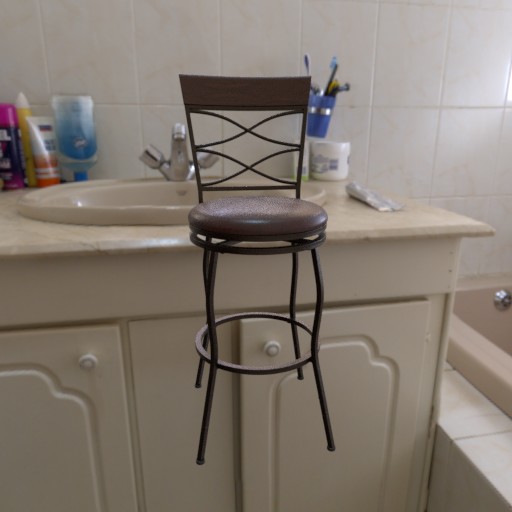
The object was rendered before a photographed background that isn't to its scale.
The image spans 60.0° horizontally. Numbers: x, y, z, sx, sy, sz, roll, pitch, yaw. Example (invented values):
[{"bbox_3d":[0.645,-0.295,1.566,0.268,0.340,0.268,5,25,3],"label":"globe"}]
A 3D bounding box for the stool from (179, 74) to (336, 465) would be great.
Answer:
[{"bbox_3d":[0.000,0.000,1.427,0.448,1.130,0.513,-2,17,-8],"label":"stool"}]
